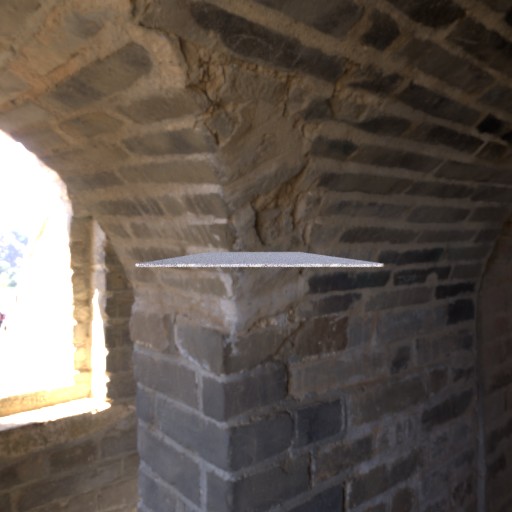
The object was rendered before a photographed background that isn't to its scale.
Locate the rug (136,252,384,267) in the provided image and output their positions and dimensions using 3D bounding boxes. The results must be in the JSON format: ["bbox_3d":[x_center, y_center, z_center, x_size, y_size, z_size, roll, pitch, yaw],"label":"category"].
[{"bbox_3d":[0.000,0.000,2.623,0.807,0.013,2.436,0,1,-1],"label":"rug"}]
